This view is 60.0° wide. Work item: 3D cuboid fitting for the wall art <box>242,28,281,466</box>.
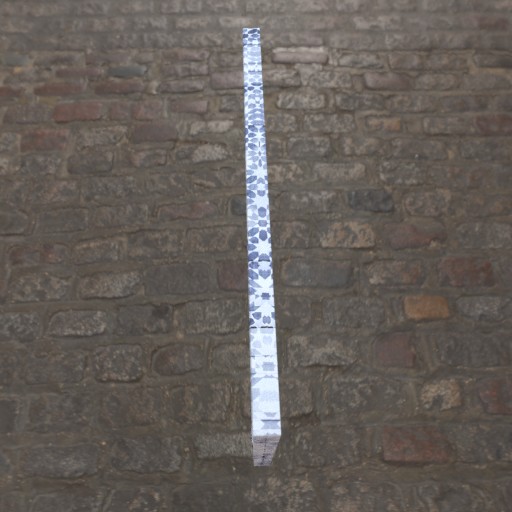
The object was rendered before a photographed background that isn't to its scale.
[{"bbox_3d":[0.000,0.000,0.737,0.030,0.406,0.608,-1,61,-1],"label":"wall art"}]
